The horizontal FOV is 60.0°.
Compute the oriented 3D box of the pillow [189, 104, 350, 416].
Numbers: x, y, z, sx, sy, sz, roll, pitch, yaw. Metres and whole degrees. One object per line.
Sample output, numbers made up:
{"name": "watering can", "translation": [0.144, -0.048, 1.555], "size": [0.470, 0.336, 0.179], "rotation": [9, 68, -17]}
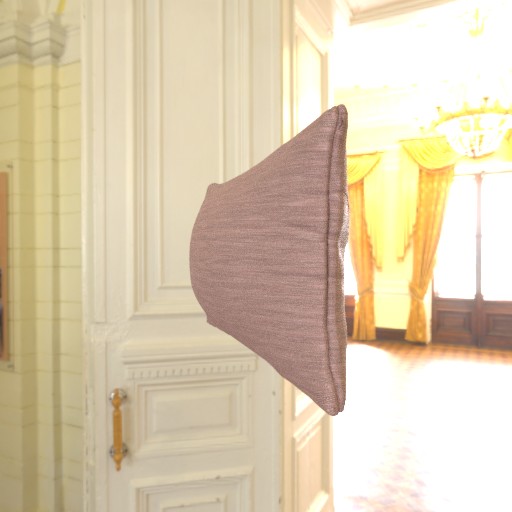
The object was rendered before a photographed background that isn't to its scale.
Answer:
{"name": "pillow", "translation": [0.000, 0.000, 0.775], "size": [0.210, 0.338, 0.633], "rotation": [0, 1, -18]}
